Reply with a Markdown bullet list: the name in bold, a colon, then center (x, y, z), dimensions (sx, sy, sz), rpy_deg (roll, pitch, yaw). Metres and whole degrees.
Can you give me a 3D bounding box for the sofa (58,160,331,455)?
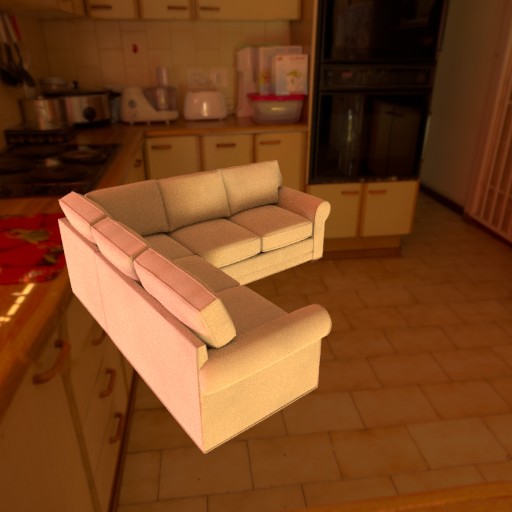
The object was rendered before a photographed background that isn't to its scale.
- **sofa**: center (0.000, 0.000, 3.899), dimensions (2.562, 1.053, 2.487), rpy_deg (-18, 31, -34)
